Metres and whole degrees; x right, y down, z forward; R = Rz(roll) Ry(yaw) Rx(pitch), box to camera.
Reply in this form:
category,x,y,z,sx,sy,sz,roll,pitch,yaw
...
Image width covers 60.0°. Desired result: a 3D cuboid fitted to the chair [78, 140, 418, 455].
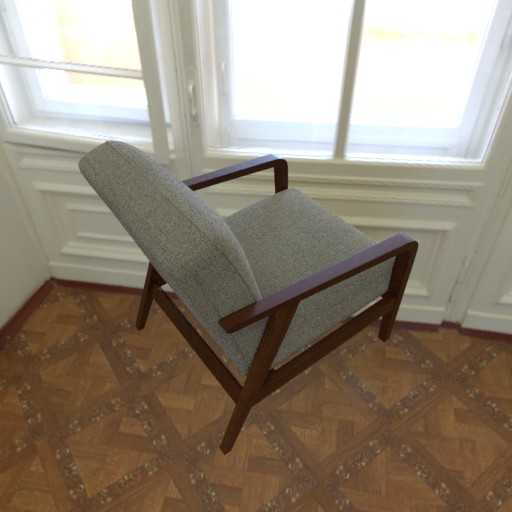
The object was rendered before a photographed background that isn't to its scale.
category,x,y,z,sx,sy,sz,roll,pitch,yaw
chair,0.000,0.000,1.513,0.858,0.847,0.704,-26,47,-27
